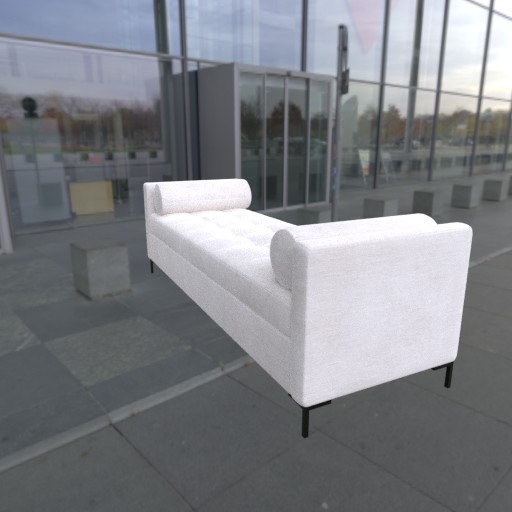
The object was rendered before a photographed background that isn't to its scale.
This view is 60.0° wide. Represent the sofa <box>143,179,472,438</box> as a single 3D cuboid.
[{"bbox_3d":[0.000,0.000,2.298,0.686,0.635,1.981,-7,17,-26],"label":"sofa"}]
